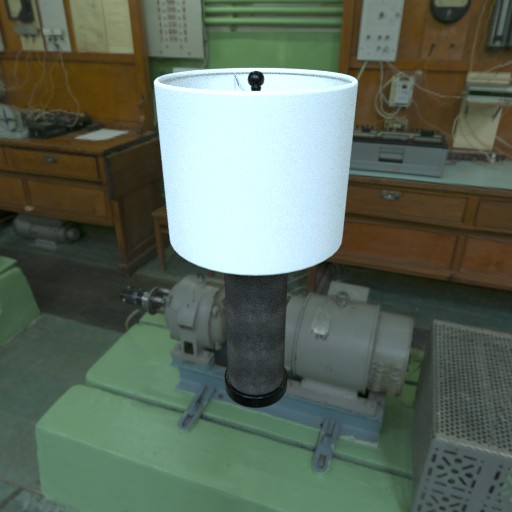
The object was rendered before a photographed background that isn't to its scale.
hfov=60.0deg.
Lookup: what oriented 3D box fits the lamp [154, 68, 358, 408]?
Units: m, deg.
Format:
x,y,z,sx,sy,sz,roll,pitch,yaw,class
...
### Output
x,y,z,sx,sy,sz,roll,pitch,yaw,class
0.000,0.000,0.818,0.305,0.634,0.305,9,29,16,lamp
